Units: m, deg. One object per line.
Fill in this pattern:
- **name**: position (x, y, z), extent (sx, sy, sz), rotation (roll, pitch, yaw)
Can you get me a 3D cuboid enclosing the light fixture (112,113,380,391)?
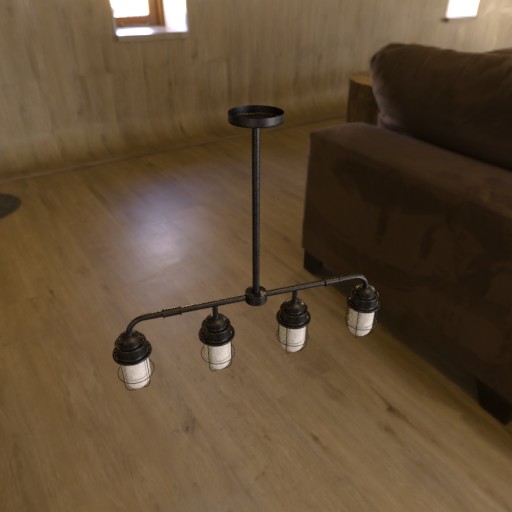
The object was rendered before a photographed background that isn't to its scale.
- **light fixture**: position (0.000, 0.000, 1.233), extent (0.852, 0.785, 0.131), rotation (-10, 33, -15)
